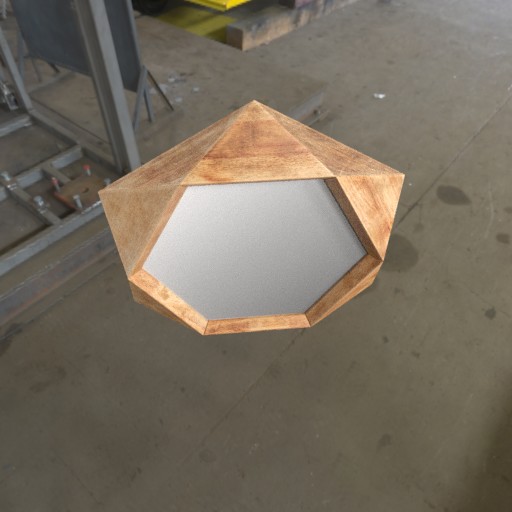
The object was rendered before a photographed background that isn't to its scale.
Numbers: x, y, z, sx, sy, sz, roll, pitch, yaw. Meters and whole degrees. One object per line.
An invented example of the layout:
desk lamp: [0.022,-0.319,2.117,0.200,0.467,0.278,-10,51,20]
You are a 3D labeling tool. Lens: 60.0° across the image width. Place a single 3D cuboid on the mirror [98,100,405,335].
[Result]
mirror: [0.000,0.000,1.089,0.675,0.779,0.091,-4,48,-3]
